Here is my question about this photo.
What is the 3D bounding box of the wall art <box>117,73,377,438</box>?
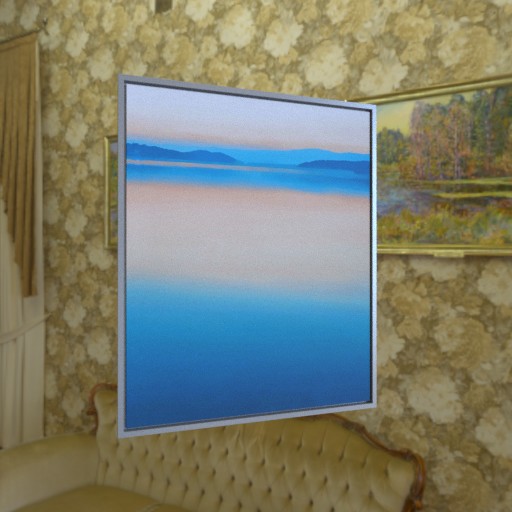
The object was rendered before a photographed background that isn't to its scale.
[{"bbox_3d":[0.000,0.000,0.760,0.453,0.554,0.037,0,0,-18],"label":"wall art"}]
